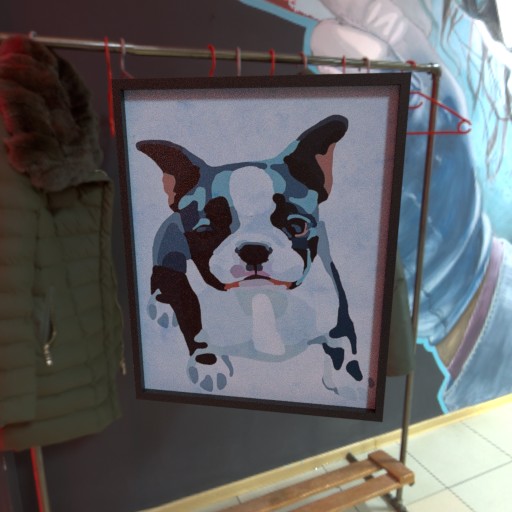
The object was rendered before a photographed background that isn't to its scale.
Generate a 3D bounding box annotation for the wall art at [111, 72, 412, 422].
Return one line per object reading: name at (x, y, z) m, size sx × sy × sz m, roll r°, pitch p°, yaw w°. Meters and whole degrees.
wall art at (0.000, 0.000, 0.490) m, size 0.294 × 0.369 × 0.030 m, roll 2°, pitch 15°, yaw 9°
